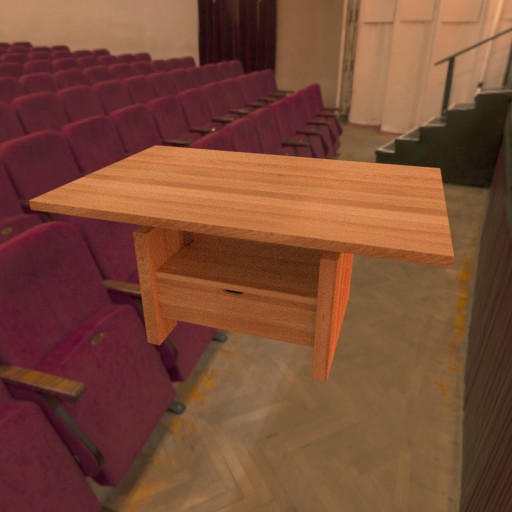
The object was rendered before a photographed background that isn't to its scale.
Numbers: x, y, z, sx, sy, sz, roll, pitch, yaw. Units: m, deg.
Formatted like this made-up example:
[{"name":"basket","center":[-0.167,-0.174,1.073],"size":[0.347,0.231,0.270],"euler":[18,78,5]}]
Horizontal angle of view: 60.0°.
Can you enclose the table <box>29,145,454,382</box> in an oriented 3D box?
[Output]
[{"name":"table","center":[0.000,0.000,1.491],"size":[1.100,0.510,0.700],"euler":[8,28,16]}]
